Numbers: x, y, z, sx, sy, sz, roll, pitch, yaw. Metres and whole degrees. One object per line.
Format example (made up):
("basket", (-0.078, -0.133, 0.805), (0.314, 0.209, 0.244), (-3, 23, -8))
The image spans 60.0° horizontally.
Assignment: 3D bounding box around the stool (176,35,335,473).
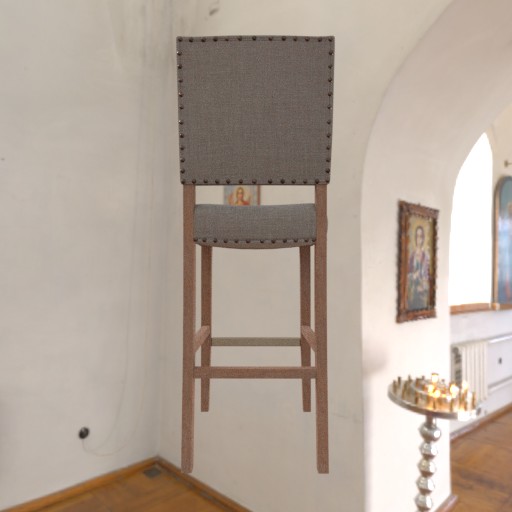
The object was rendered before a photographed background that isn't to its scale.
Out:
("stool", (0.000, 0.000, 1.471), (0.445, 1.203, 0.585), (0, 0, 0))
